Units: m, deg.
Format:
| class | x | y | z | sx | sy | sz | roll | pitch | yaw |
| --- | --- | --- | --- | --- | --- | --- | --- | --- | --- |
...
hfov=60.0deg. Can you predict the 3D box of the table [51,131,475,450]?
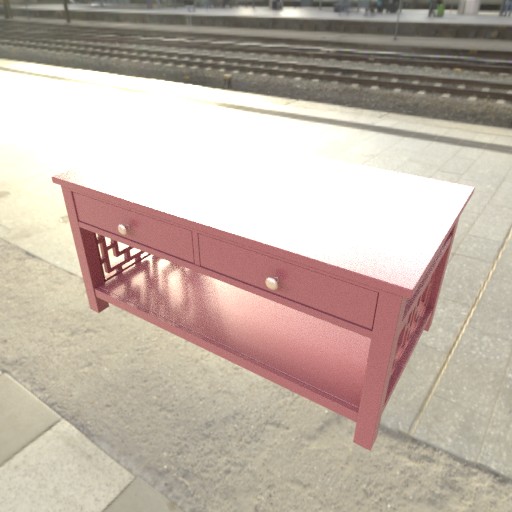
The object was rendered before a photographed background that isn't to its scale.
| class | x | y | z | sx | sy | sz | roll | pitch | yaw |
| --- | --- | --- | --- | --- | --- | --- | --- | --- | --- |
| table | 0.000 | 0.000 | 1.400 | 1.068 | 0.493 | 0.612 | 19 | 36 | 28 |
